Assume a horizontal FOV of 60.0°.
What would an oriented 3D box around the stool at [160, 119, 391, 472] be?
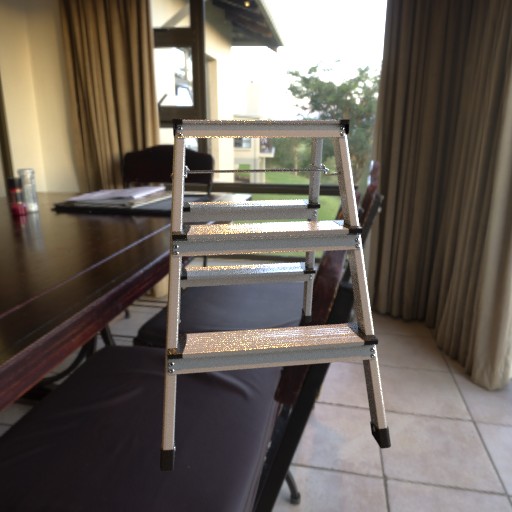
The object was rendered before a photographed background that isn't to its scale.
[{"bbox_3d":[0.000,0.000,1.030,0.437,0.605,0.622,-2,16,-8],"label":"stool"}]
